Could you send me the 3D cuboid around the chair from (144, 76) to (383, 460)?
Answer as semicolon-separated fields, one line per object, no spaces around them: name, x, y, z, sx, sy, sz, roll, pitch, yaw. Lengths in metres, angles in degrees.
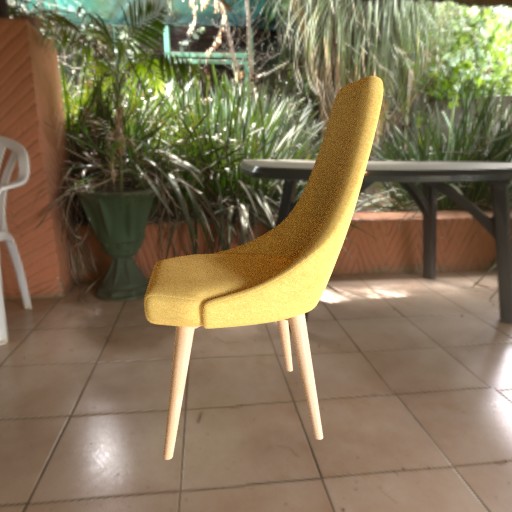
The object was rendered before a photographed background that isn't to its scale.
chair;0.000;0.000;1.382;0.660;1.040;0.510;-2;14;-8
